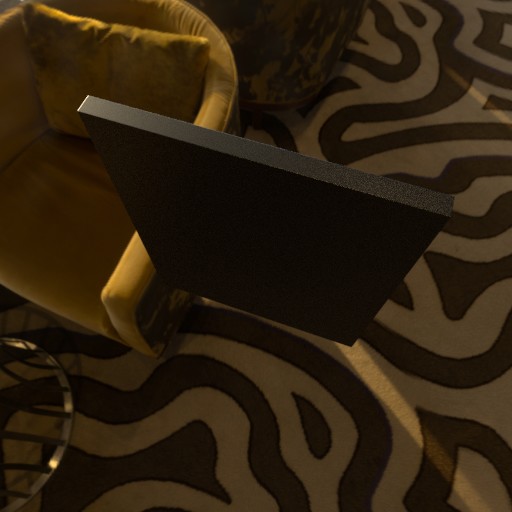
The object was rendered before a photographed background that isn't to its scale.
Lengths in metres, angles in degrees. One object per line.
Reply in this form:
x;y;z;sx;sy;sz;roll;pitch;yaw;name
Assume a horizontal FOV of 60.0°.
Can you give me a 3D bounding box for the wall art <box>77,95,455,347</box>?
0.000;0.000;0.769;0.457;0.557;0.028;18;65;8;wall art
